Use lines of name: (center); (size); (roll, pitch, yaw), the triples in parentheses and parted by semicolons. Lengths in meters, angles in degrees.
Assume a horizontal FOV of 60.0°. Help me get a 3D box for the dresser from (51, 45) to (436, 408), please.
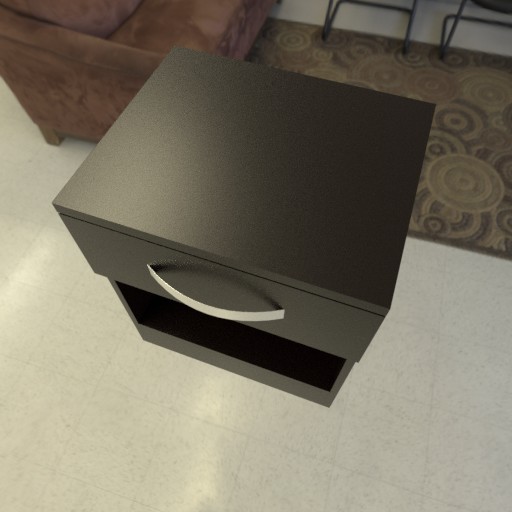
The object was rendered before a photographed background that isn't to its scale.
dresser: (0.000, 0.000, 0.759); (0.400, 0.470, 0.360); (17, 59, 11)
